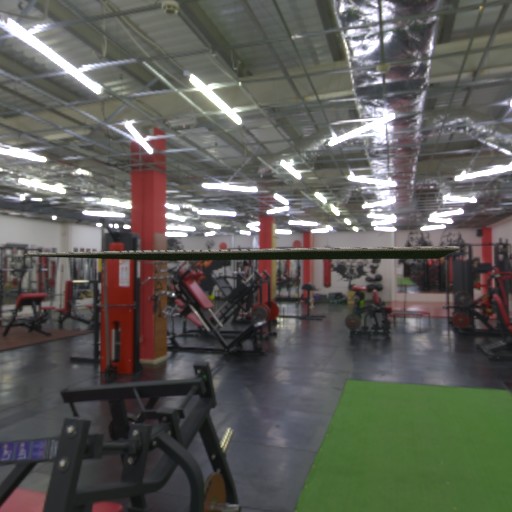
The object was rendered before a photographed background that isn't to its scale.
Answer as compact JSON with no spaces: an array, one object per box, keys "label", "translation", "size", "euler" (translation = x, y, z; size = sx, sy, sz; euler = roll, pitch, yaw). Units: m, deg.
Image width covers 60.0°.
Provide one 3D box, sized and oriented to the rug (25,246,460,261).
[{"label":"rug","translation":[0.000,0.000,2.315],"size":[1.842,0.019,1.237],"euler":[-1,-2,20]}]
